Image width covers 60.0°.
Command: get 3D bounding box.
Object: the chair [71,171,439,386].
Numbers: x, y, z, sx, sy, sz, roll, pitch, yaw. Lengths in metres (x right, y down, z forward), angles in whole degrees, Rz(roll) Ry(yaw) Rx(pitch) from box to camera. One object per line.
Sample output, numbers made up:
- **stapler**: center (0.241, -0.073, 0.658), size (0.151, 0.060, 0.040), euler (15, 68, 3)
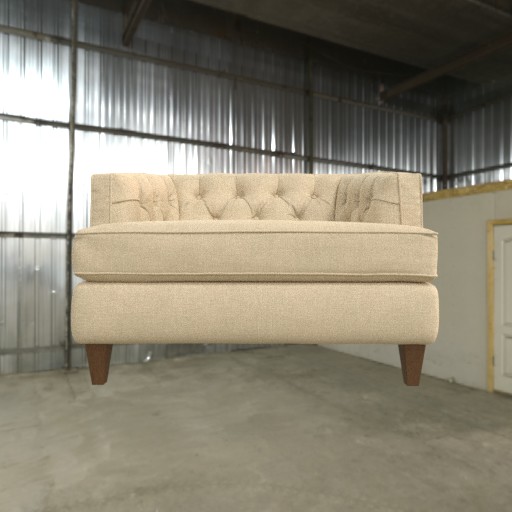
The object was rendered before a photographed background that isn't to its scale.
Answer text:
- **chair**: center (0.000, 0.000, 1.738), size (1.118, 0.787, 0.914), euler (0, 0, 1)
